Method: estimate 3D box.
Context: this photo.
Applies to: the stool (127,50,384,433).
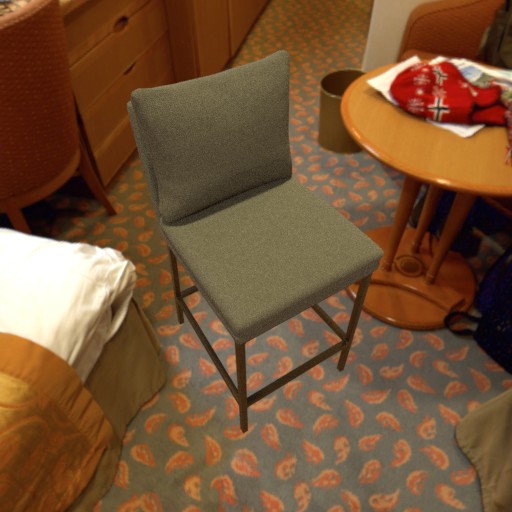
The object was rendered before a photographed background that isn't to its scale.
[{"bbox_3d":[0.000,0.000,1.361,0.463,1.031,0.569,-25,52,-21],"label":"stool"}]
